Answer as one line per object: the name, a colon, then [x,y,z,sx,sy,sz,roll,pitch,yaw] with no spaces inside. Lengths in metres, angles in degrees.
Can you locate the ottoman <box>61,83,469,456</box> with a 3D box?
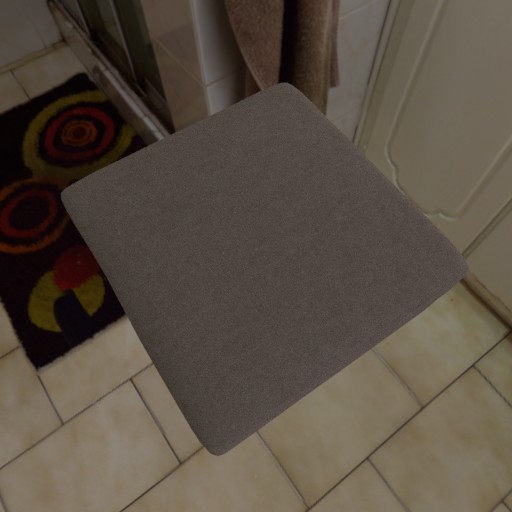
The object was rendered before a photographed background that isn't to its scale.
ottoman: [0.000,0.000,1.423,0.861,0.482,0.881,-31,68,-14]
